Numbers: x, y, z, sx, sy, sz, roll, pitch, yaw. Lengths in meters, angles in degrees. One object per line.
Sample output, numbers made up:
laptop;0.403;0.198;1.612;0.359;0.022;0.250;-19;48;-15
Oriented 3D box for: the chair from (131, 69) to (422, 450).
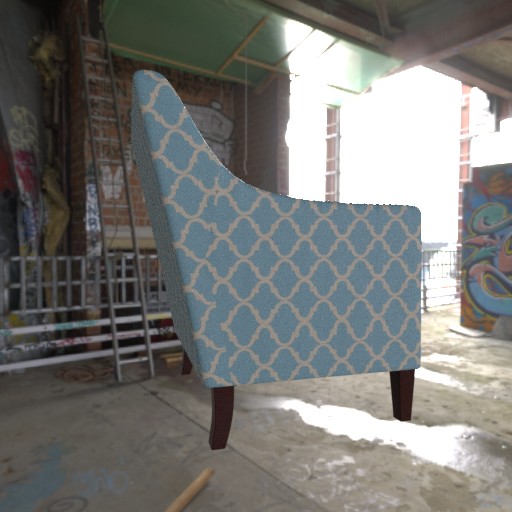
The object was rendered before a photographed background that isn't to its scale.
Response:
chair;0.000;0.000;1.282;0.686;0.817;0.617;-1;2;-16
